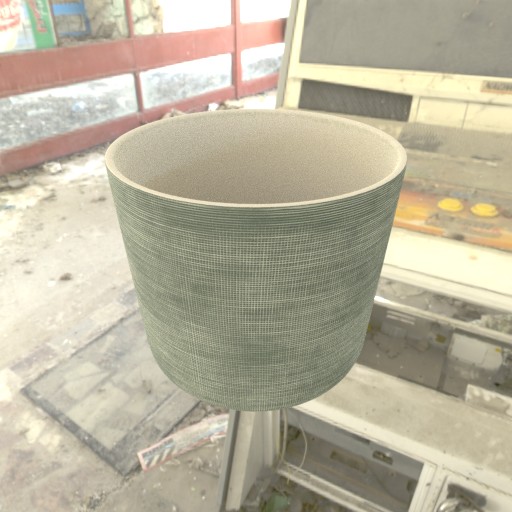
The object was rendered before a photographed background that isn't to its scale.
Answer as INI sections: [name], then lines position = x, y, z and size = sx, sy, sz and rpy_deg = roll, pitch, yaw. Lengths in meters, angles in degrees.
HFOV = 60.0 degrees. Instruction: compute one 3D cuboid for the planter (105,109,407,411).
[planter]
position = 0.000, 0.000, 0.774
size = 0.440, 0.398, 0.440
rpy_deg = 0, 32, 0
